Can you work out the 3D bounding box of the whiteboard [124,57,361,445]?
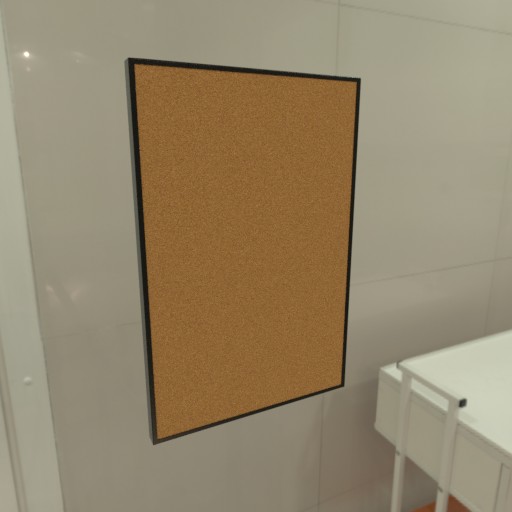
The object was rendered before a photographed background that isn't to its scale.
[{"bbox_3d":[0.000,0.000,0.779,0.406,0.611,0.026,-7,16,-27],"label":"whiteboard"}]
